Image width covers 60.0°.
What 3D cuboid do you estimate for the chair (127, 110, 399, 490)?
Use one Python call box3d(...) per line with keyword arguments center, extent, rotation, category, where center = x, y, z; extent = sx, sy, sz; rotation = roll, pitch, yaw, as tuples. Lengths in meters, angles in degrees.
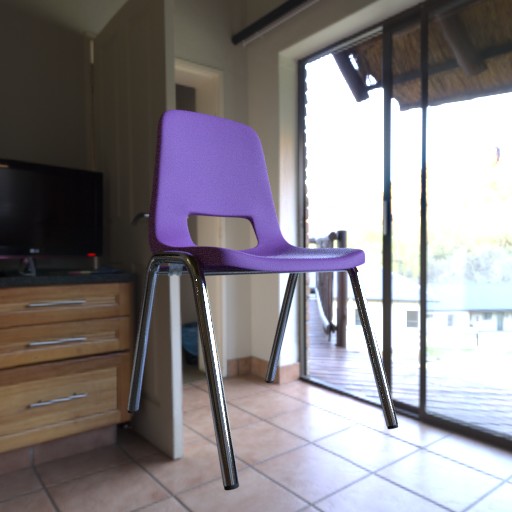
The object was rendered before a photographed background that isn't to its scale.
box3d(center=(0.000, 0.000, 0.665), extent=(0.291, 0.493, 0.301), rotation=(0, 0, -36), category="chair")
